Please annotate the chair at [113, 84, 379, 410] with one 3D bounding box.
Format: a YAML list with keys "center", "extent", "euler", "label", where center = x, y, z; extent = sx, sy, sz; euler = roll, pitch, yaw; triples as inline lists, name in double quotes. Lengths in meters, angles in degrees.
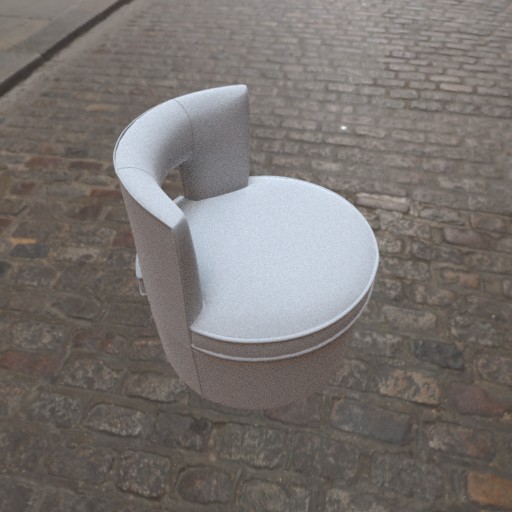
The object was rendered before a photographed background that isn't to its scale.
- center: [0.000, 0.000, 1.251]
  extent: [0.665, 0.723, 0.650]
  euler: [8, 46, 8]
  label: "chair"
